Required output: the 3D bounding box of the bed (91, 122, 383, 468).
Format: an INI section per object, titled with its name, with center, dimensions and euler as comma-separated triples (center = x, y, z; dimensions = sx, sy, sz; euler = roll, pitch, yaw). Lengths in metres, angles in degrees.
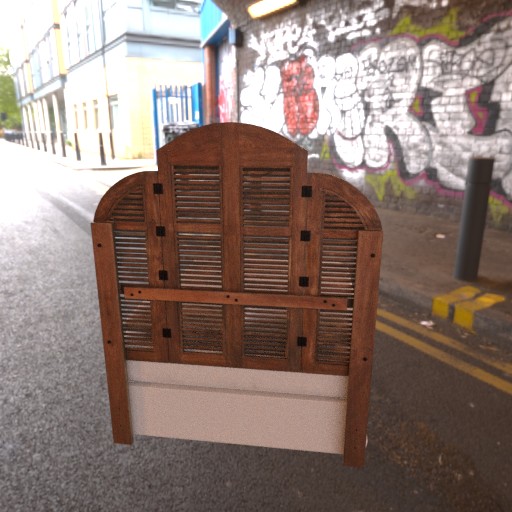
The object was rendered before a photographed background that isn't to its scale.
[bed]
center = 0.000, 0.000, 3.532
dimensions = 1.713, 2.019, 2.138
euler = 2, 16, 8
